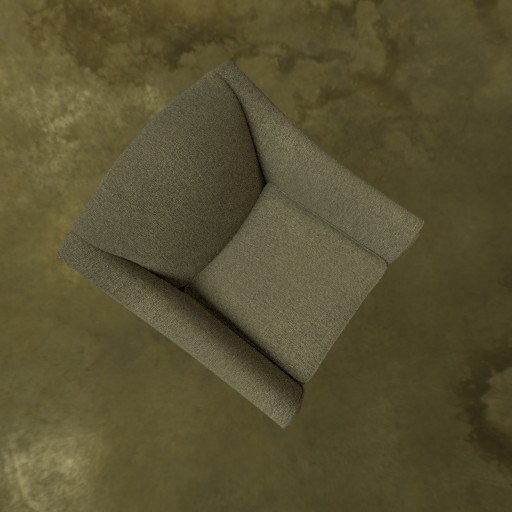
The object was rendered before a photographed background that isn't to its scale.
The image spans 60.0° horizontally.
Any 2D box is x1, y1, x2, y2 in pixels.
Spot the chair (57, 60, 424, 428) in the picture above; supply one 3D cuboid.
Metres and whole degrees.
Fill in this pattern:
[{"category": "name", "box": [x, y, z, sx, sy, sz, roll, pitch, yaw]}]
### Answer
[{"category": "chair", "box": [0.000, 0.000, 1.480, 0.787, 0.839, 0.763, 36, 78, 8]}]
